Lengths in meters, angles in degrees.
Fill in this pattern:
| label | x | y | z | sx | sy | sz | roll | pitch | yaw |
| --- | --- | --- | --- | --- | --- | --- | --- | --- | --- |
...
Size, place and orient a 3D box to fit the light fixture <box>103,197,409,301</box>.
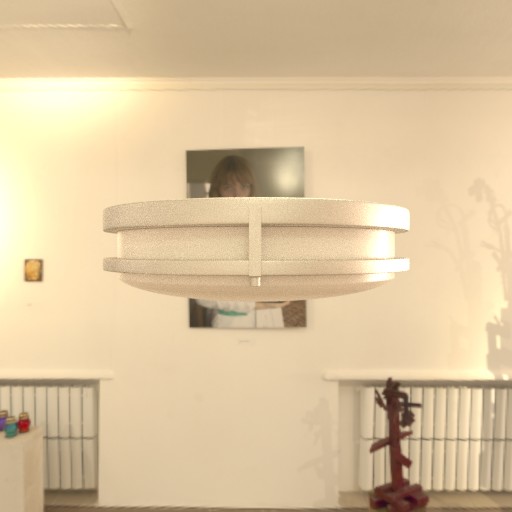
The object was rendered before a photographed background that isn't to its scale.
| label | x | y | z | sx | sy | sz | roll | pitch | yaw |
| --- | --- | --- | --- | --- | --- | --- | --- | --- | --- |
| light fixture | 0.000 | 0.000 | 0.542 | 0.356 | 0.102 | 0.356 | 0 | 1 | 0 |
